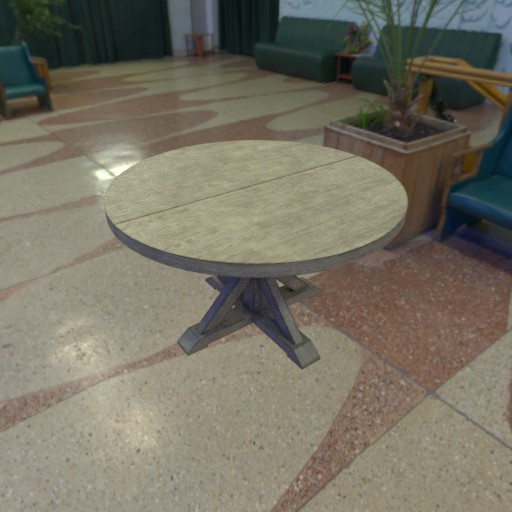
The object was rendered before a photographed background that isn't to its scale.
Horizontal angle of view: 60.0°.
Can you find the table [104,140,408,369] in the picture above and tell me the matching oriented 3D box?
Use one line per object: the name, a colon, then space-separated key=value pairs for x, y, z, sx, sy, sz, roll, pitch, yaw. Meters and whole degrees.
table: x=0.000 y=0.000 z=2.266 sx=1.363 sy=0.781 sz=1.363 roll=0 pitch=32 yaw=0
